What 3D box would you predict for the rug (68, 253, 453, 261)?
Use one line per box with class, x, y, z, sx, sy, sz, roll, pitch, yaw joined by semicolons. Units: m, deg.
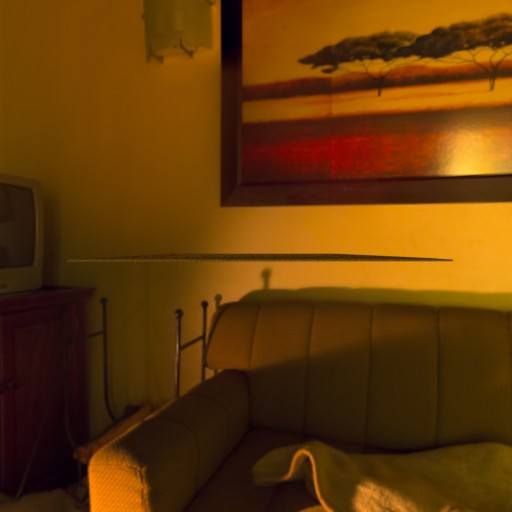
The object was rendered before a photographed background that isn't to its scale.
rug;0.000;0.000;2.944;1.609;0.013;2.214;0;1;-1
